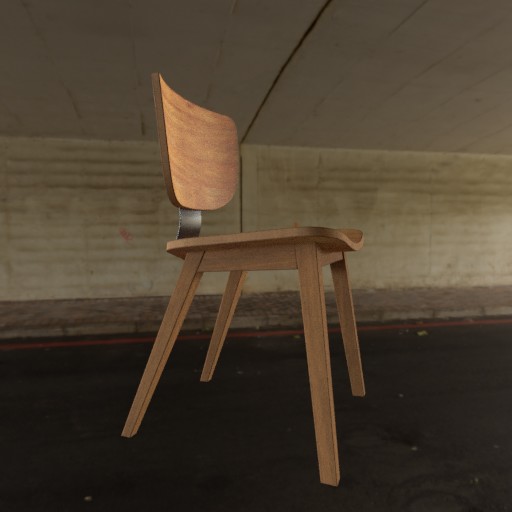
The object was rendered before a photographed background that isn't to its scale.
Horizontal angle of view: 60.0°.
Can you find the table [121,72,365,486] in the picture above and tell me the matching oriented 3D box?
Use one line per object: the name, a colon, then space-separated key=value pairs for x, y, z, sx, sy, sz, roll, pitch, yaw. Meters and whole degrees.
table: x=0.000 y=0.000 z=1.100 sx=0.500 sy=0.805 sz=0.499 roll=1 pitch=3 yaw=19
